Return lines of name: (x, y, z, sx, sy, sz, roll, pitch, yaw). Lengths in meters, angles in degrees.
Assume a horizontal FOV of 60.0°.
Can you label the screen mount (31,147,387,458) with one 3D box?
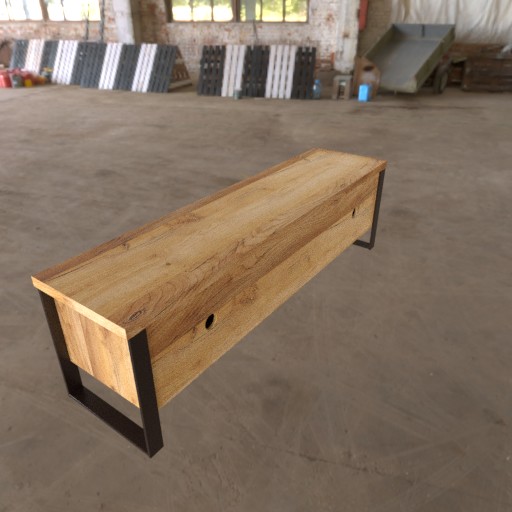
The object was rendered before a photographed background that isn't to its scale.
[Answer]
screen mount: (0.000, 0.000, 1.726, 0.395, 0.450, 1.524, 20, 35, 31)
